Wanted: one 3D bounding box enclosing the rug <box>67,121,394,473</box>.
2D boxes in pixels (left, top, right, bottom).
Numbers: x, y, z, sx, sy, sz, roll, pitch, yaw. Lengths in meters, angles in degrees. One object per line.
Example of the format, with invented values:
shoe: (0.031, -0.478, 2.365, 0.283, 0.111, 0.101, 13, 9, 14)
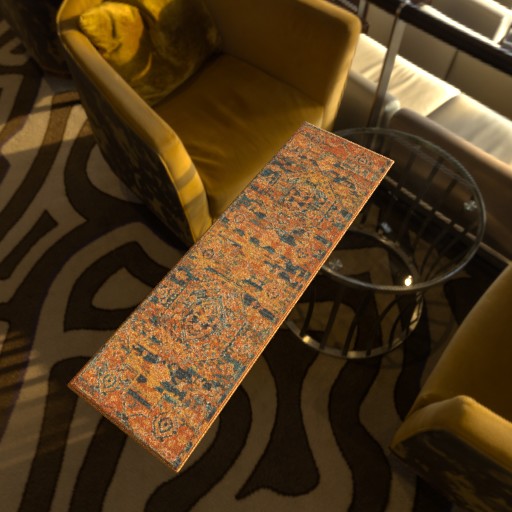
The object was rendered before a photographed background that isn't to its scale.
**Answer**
rug: (0.000, 0.000, 2.048, 0.556, 0.013, 1.820, 30, 62, 17)
